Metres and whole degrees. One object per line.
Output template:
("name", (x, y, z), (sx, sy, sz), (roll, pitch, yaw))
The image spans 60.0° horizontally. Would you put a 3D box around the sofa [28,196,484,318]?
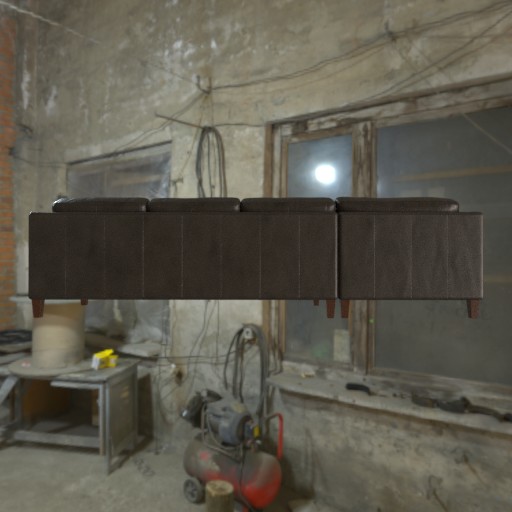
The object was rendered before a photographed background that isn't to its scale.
("sofa", (0.000, 0.000, 3.888), (3.203, 0.883, 1.581), (0, 0, 1))
